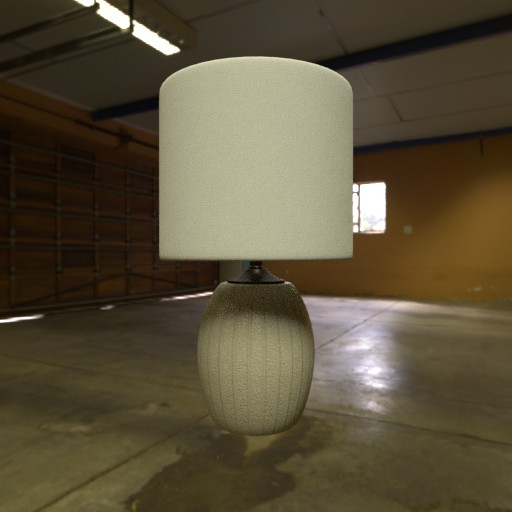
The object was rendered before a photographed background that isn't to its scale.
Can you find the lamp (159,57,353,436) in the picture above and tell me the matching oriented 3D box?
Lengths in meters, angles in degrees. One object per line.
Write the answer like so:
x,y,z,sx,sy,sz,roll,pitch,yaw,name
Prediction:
0.000,0.000,0.771,0.329,0.570,0.329,0,0,-17,lamp
